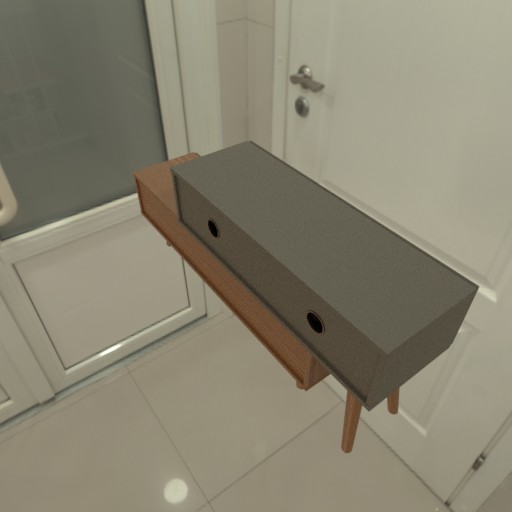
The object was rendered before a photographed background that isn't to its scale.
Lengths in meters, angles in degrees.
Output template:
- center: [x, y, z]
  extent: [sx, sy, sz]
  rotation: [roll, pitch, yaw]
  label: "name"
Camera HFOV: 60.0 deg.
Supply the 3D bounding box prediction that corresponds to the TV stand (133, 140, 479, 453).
- center: [0.000, 0.000, 1.566]
  extent: [0.329, 0.591, 1.336]
  rotation: [-26, 48, -26]
  label: "TV stand"
